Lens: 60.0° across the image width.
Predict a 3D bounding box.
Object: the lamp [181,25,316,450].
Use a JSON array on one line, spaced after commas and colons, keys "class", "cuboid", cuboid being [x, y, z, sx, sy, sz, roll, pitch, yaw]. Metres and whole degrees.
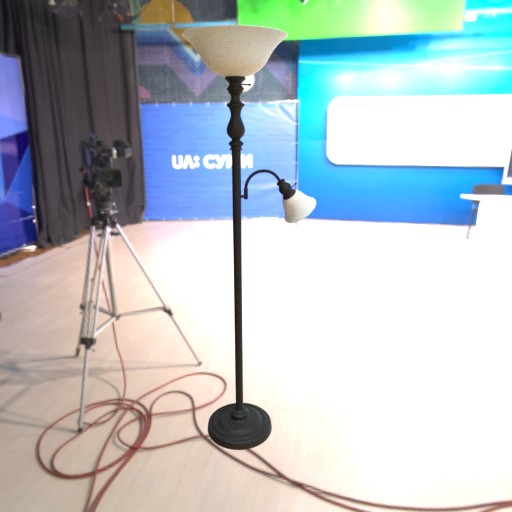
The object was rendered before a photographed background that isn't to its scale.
[{"class": "lamp", "cuboid": [0.000, 0.000, 2.001, 0.588, 1.793, 0.405, -9, 19, -26]}]
